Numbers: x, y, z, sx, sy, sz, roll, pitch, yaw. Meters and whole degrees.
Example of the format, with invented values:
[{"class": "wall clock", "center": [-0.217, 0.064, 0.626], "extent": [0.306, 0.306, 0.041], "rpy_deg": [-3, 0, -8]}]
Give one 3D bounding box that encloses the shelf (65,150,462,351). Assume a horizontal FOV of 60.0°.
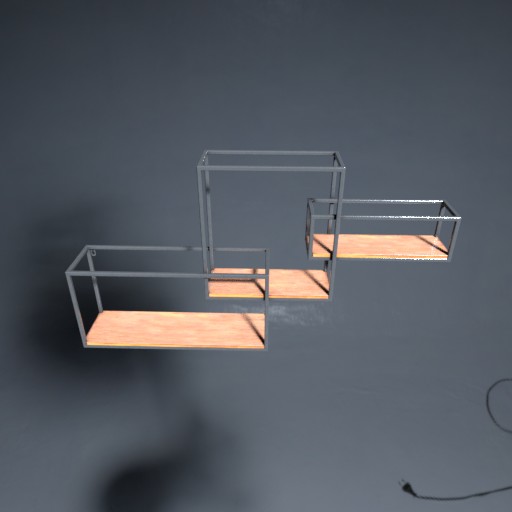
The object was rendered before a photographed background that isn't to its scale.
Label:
[{"class": "shelf", "center": [0.000, 0.000, 2.152], "extent": [1.781, 0.972, 0.275], "rpy_deg": [1, 30, 2]}]
